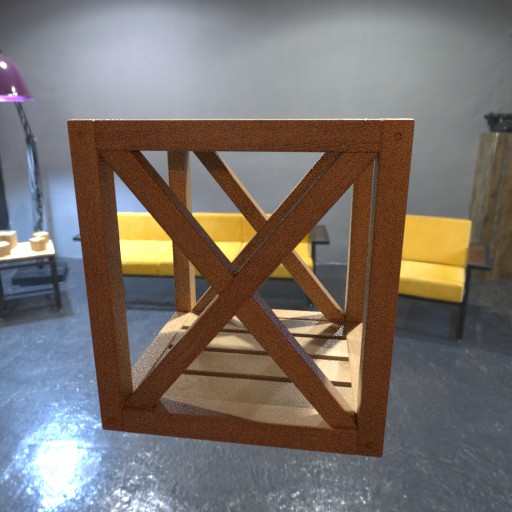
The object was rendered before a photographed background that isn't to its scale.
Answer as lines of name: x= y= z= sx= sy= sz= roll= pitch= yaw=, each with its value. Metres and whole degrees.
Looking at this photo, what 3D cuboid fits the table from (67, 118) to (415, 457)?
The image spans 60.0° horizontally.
table: x=0.000 y=0.000 z=1.042 sx=0.559 sy=0.610 sz=0.558 roll=2 pitch=17 yaw=8
